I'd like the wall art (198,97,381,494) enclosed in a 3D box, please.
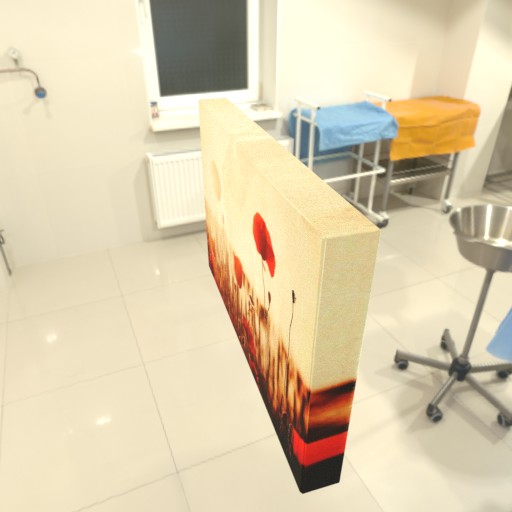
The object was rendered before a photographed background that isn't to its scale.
[{"bbox_3d":[0.000,0.000,0.476,0.037,0.251,0.383,-9,32,-15],"label":"wall art"}]
